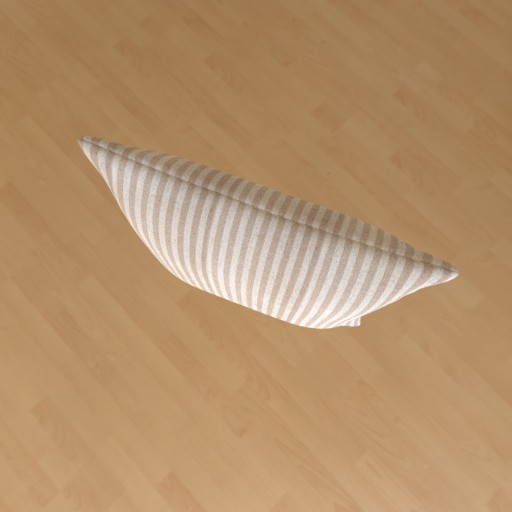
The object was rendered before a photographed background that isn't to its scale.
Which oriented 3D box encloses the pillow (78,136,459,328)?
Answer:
[{"bbox_3d":[0.000,0.000,0.804,0.523,0.510,0.166,20,76,5],"label":"pillow"}]
